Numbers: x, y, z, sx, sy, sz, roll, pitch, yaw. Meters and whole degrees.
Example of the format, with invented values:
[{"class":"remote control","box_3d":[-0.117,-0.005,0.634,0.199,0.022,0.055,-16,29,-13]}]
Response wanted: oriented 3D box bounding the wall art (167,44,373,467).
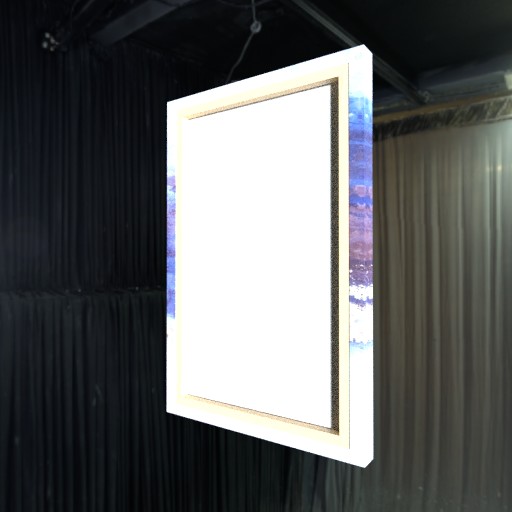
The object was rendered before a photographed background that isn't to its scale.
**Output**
[{"class":"wall art","box_3d":[0.000,0.000,1.104,0.583,0.874,0.048,0,-1,35]}]
